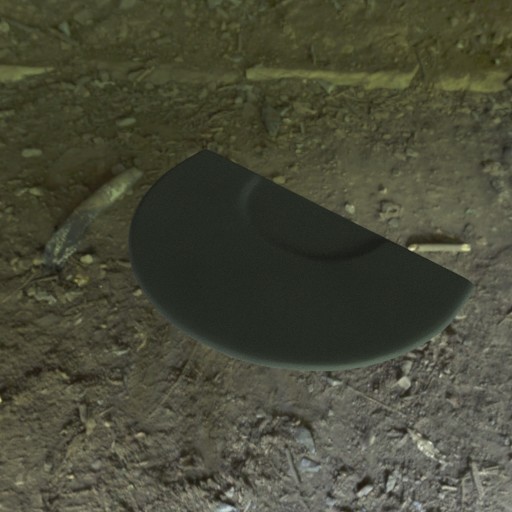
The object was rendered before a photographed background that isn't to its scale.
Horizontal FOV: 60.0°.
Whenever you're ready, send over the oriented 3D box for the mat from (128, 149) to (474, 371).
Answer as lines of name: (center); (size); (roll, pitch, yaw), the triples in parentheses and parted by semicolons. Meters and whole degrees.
mat: (0.000, 0.000, 1.850); (1.525, 0.022, 0.917); (32, 53, 27)
